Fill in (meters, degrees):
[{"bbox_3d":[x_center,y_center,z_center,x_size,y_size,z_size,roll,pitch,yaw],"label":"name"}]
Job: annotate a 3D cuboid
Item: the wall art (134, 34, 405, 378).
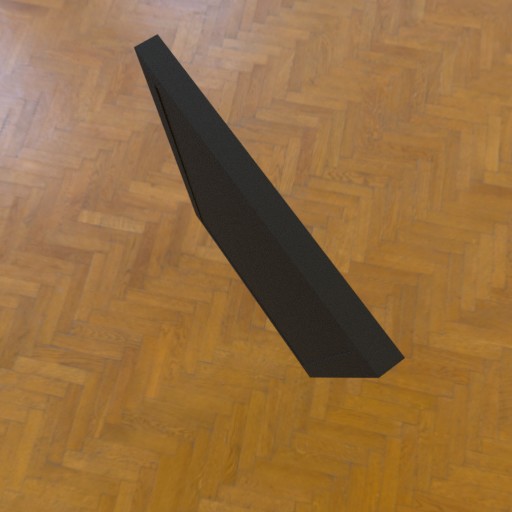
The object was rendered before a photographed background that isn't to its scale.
[{"bbox_3d":[0.000,0.000,0.743,0.033,0.559,0.457,-34,77,-9],"label":"wall art"}]
